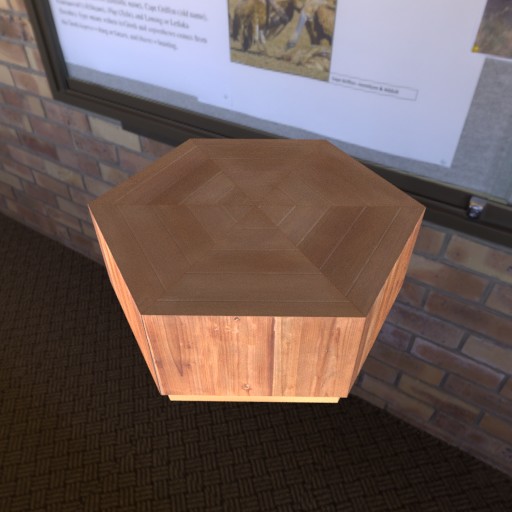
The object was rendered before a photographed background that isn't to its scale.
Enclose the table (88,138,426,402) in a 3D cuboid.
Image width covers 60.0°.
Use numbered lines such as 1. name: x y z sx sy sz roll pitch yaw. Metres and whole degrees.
1. table: 0.000 0.000 1.661 1.154 0.456 1.000 1 41 1
